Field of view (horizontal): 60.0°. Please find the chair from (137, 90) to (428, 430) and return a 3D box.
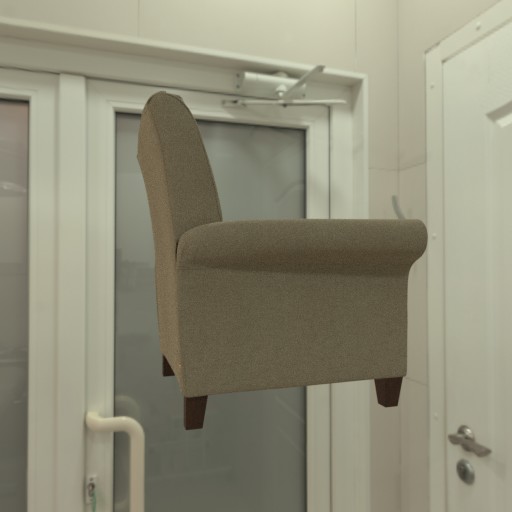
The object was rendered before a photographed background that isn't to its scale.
[{"bbox_3d":[0.000,0.000,1.775,0.905,1.061,0.978,0,-1,-18],"label":"chair"}]
